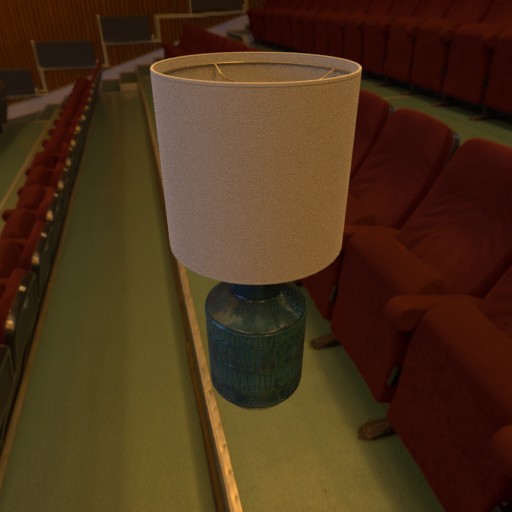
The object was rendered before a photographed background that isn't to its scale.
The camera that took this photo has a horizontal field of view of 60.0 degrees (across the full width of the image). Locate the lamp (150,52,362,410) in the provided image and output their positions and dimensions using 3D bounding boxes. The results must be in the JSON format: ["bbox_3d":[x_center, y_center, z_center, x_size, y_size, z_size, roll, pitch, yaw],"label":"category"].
[{"bbox_3d":[0.000,0.000,0.568,0.211,0.455,0.211,-8,32,-13],"label":"lamp"}]
